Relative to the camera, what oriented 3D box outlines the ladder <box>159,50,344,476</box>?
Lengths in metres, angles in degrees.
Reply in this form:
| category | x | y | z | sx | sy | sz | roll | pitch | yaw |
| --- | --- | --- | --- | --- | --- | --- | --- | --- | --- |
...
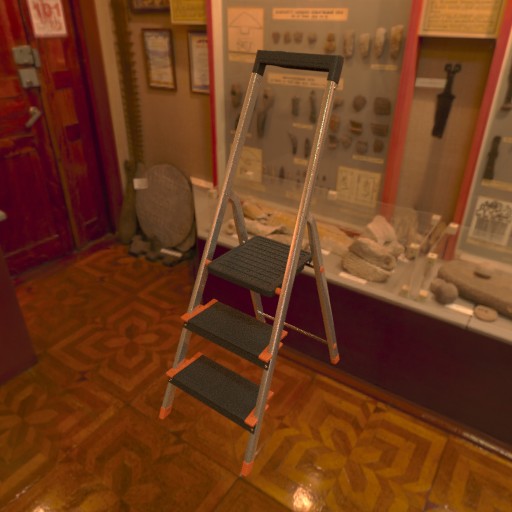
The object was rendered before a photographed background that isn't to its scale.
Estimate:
| category | x | y | z | sx | sy | sz | roll | pitch | yaw |
| --- | --- | --- | --- | --- | --- | --- | --- | --- | --- |
| ladder | 0.000 | 0.000 | 1.503 | 0.416 | 1.229 | 0.686 | 20 | 36 | 31 |
